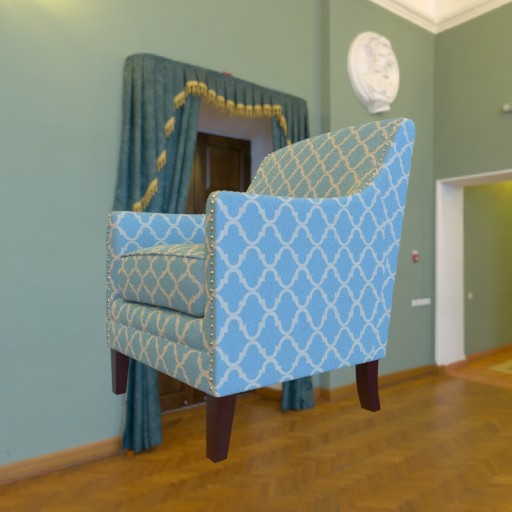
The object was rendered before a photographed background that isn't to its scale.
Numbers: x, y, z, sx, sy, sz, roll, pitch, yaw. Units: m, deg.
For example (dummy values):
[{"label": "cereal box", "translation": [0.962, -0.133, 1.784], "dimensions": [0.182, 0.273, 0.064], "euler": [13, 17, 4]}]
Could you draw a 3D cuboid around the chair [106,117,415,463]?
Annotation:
[{"label": "chair", "translation": [0.000, 0.000, 1.298], "dimensions": [0.686, 0.817, 0.617], "euler": [0, 1, -38]}]
